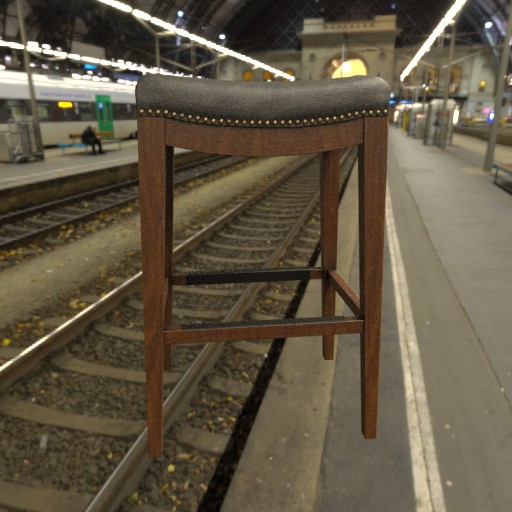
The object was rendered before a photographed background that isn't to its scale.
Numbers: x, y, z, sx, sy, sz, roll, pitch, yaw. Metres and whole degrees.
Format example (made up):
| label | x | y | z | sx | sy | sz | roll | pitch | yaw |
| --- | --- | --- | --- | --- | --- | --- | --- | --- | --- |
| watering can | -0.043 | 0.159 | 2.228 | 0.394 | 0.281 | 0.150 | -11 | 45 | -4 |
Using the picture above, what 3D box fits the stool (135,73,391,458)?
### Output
| label | x | y | z | sx | sy | sz | roll | pitch | yaw |
| --- | --- | --- | --- | --- | --- | --- | --- | --- | --- |
| stool | 0.000 | 0.000 | 1.017 | 0.500 | 0.765 | 0.361 | -2 | 18 | -7 |
